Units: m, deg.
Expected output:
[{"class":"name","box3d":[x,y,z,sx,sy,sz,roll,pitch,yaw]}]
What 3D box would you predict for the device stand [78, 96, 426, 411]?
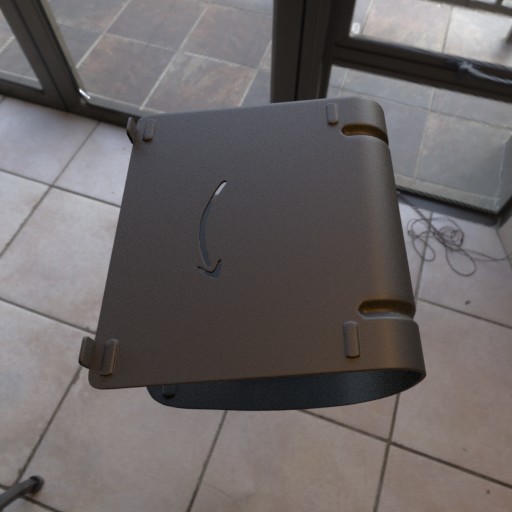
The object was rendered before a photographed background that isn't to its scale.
[{"class":"device stand","box3d":[0.000,0.000,0.399,0.236,0.155,0.256,1,62,0]}]
